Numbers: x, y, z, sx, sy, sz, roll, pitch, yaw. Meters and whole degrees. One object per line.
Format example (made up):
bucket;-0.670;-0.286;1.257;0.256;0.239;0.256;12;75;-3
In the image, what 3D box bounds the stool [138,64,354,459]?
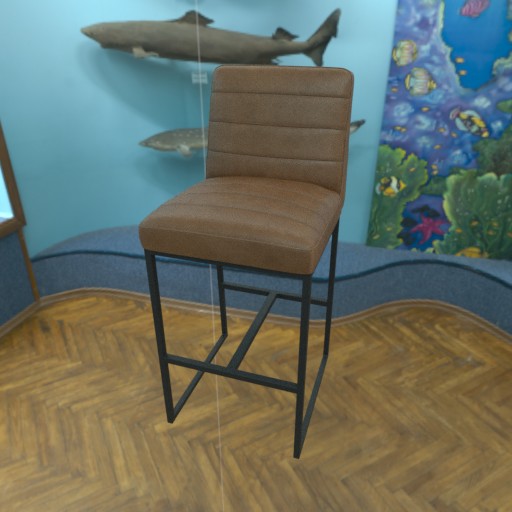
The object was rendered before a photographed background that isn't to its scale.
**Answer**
stool;0.000;0.000;1.351;0.458;1.040;0.556;9;28;16
